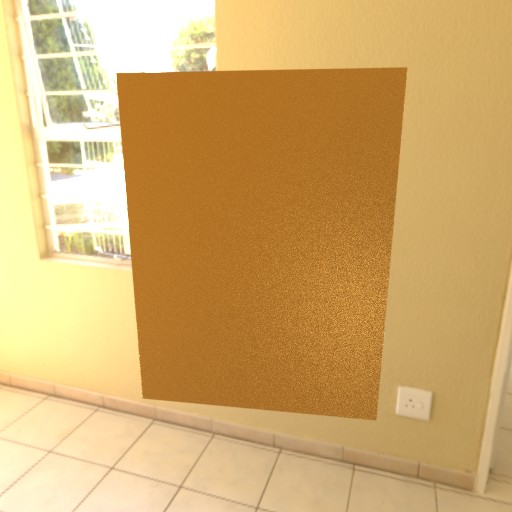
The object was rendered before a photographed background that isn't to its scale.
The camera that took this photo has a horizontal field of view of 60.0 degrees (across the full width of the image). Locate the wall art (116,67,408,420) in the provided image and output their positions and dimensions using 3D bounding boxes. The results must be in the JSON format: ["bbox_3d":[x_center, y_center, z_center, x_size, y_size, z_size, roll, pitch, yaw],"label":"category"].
[{"bbox_3d":[0.000,0.000,1.048,0.610,0.812,0.038,2,16,8],"label":"wall art"}]
